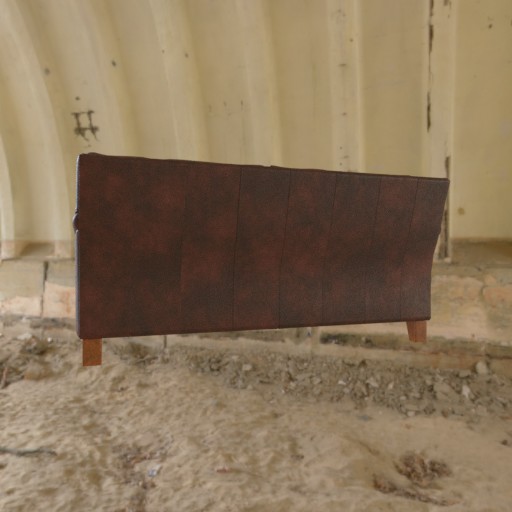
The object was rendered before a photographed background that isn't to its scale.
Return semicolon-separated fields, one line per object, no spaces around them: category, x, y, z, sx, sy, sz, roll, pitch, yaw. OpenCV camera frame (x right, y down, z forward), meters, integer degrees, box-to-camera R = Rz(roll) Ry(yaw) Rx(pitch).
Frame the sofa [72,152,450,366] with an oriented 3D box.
sofa;0.000;0.000;2.805;2.144;1.071;1.147;0;0;-18
